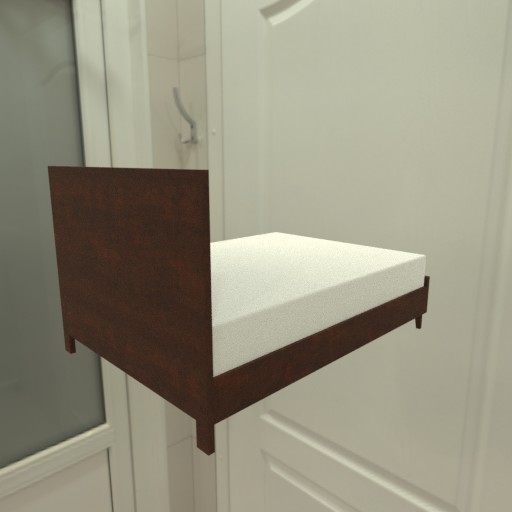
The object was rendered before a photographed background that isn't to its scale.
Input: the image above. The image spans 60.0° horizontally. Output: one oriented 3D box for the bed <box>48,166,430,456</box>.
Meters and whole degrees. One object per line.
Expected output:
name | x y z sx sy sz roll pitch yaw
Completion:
bed | 0.000 0.000 3.176 2.184 1.270 1.600 -12 17 -43
